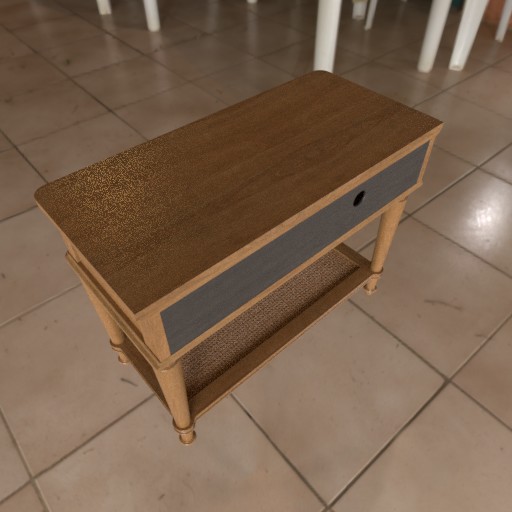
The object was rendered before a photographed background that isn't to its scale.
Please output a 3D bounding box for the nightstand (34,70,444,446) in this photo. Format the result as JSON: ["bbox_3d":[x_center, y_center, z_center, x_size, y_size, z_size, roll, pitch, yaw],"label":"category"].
[{"bbox_3d":[0.000,0.000,1.296,0.914,0.700,0.432,-33,55,-27],"label":"nightstand"}]
